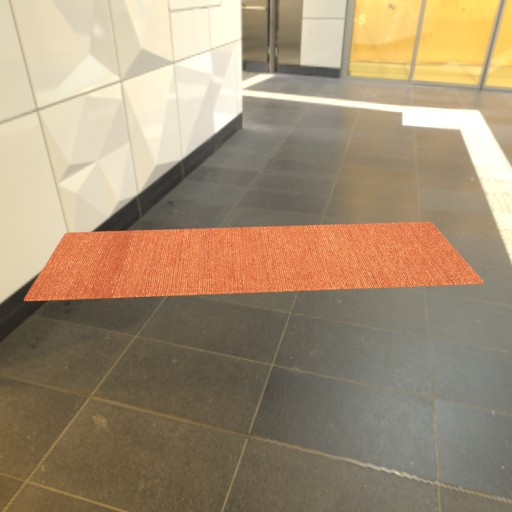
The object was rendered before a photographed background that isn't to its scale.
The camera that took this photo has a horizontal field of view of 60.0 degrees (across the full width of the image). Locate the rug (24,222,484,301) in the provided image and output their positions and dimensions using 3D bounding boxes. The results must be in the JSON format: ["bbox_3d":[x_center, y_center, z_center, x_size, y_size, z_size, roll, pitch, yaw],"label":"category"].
[{"bbox_3d":[0.000,0.000,2.500,2.307,0.012,0.687,-2,32,-3],"label":"rug"}]
